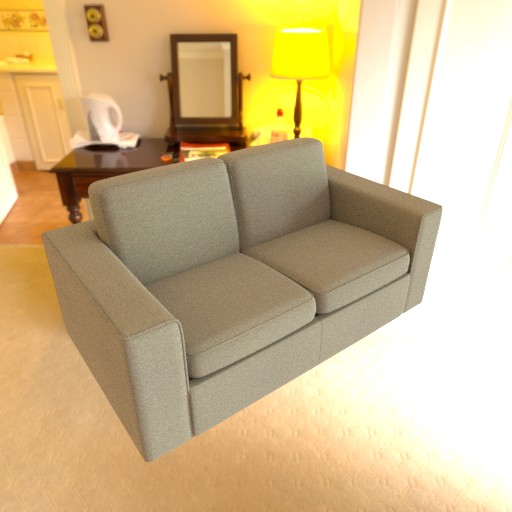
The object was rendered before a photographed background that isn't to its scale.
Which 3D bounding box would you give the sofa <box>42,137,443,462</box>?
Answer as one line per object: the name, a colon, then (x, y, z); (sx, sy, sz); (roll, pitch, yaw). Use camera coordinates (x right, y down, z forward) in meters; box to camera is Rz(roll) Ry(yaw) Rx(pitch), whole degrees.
sofa: (0.000, 0.000, 2.337); (1.812, 0.924, 1.007); (-21, 36, -32)
